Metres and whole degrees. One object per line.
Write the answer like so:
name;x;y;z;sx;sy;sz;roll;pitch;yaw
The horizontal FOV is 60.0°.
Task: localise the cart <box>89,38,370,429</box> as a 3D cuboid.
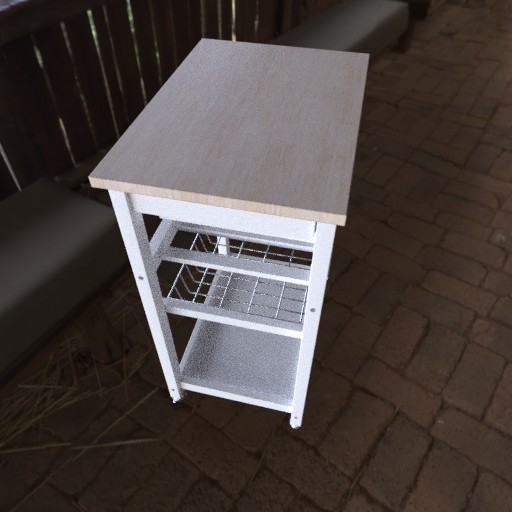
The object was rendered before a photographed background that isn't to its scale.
cart;0.000;0.000;1.169;0.406;0.857;0.578;10;47;9
